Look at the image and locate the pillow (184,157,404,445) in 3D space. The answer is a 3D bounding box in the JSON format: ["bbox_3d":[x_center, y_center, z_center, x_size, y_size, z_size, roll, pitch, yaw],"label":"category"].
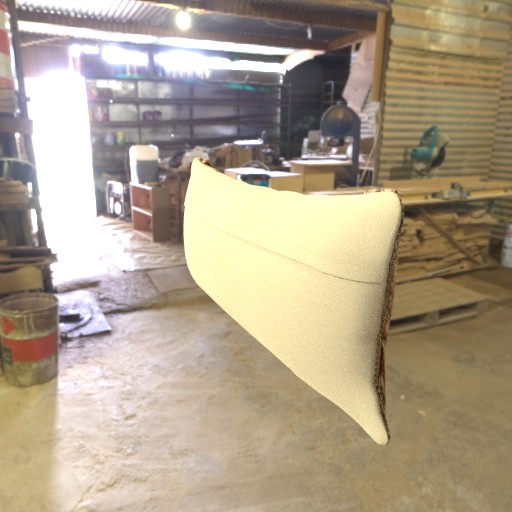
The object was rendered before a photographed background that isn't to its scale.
[{"bbox_3d":[0.000,0.000,0.718,0.139,0.282,0.635,-8,18,-25],"label":"pillow"}]
